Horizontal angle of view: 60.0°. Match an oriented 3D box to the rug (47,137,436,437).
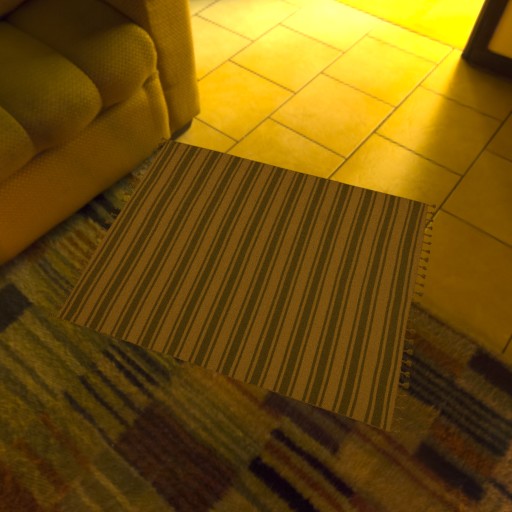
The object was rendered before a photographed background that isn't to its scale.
[{"bbox_3d":[0.000,0.000,4.322,3.201,0.005,2.439,16,59,10],"label":"rug"}]
